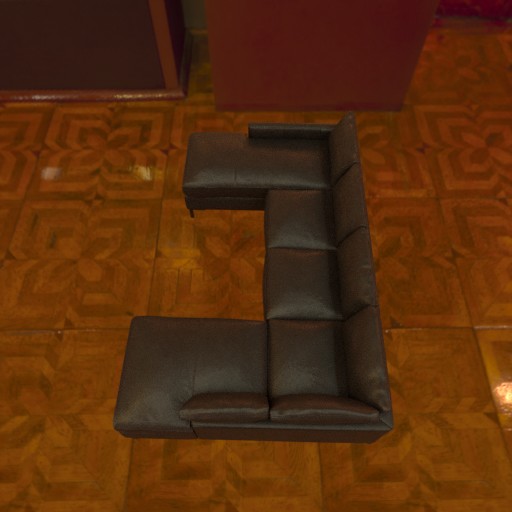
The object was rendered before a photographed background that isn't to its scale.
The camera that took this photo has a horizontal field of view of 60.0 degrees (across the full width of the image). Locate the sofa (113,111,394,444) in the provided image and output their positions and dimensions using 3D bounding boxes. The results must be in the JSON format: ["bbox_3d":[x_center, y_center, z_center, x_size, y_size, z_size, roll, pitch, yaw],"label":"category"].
[{"bbox_3d":[0.000,0.000,3.874,1.939,0.900,2.956,1,59,1],"label":"sofa"}]
